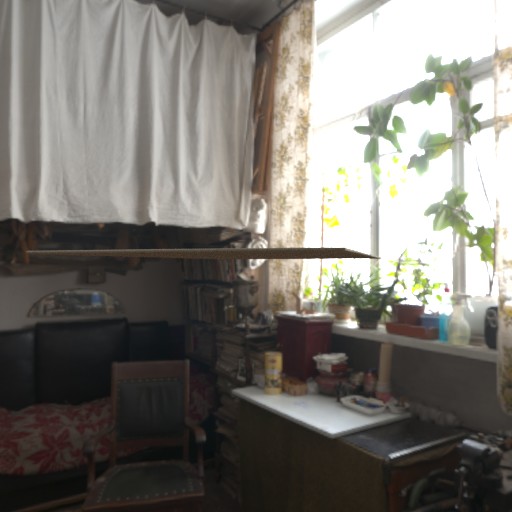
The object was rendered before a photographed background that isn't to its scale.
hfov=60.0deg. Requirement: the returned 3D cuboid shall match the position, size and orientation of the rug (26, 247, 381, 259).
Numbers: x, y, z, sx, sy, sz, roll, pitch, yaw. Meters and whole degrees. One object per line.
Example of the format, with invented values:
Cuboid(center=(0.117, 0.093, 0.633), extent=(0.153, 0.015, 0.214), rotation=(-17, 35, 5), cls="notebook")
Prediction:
Cuboid(center=(0.000, 0.000, 3.032), extent=(1.531, 0.014, 2.441), rotation=(0, -1, 19), cls="rug")
